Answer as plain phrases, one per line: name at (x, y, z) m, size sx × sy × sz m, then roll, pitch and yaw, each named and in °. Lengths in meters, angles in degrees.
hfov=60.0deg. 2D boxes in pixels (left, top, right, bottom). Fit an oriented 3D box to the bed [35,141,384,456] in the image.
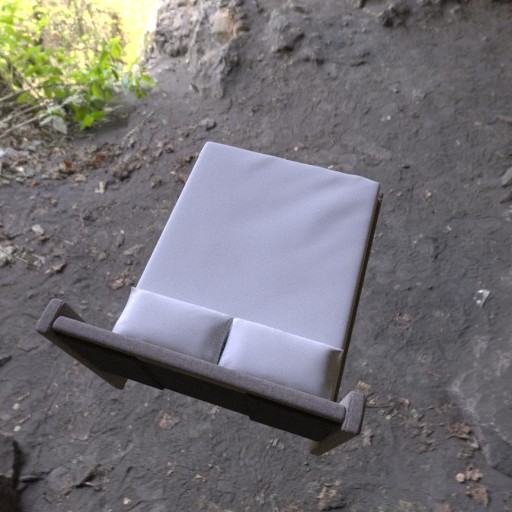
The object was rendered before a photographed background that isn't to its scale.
bed at (0.000, 0.000, 3.310) m, size 1.714 × 1.476 × 2.245 m, roll 15°, pitch 63°, yaw 8°
